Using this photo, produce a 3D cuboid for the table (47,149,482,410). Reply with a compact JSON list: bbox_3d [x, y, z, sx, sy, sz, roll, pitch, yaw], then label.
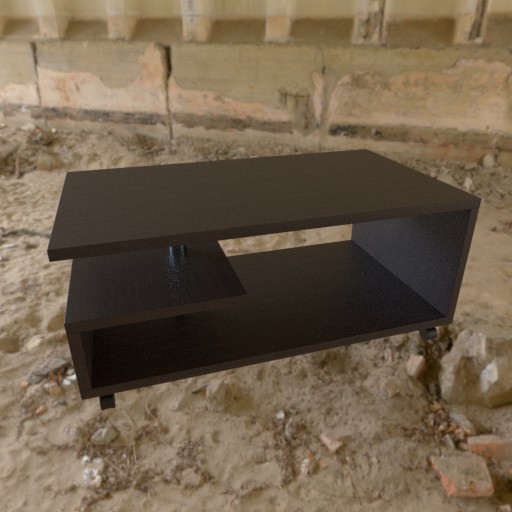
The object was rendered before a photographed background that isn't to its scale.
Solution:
[{"bbox_3d":[0.000,0.000,1.369,1.050,0.460,0.590,-8,27,-15],"label":"table"}]
